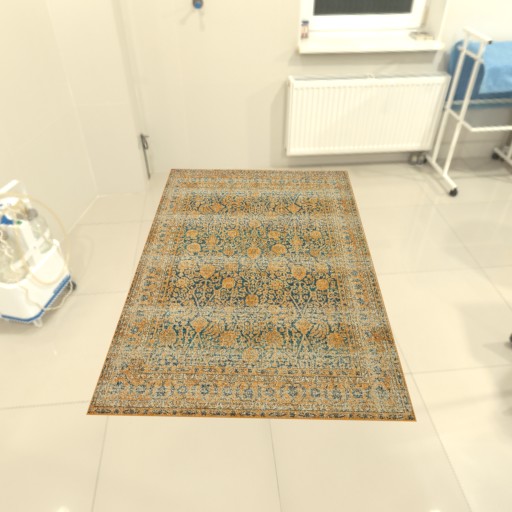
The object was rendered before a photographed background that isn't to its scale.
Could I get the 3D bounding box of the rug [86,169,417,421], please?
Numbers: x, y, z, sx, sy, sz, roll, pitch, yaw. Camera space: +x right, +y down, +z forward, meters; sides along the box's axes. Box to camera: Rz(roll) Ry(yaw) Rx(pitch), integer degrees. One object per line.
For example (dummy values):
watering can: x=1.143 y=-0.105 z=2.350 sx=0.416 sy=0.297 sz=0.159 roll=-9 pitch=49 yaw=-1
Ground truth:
rug: x=0.000 y=0.000 z=2.942 sx=1.525 sy=0.007 sz=2.336 roll=1 pitch=40 yaw=1
